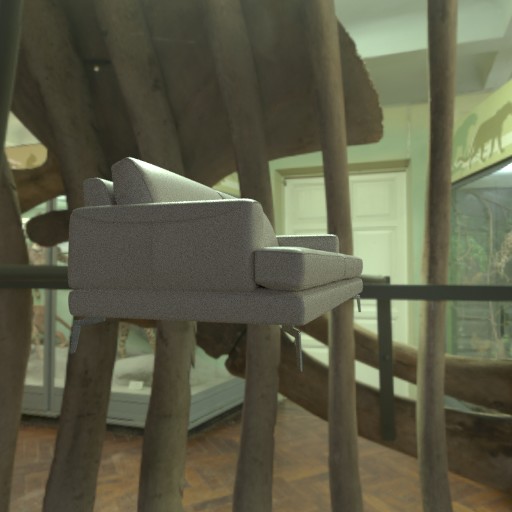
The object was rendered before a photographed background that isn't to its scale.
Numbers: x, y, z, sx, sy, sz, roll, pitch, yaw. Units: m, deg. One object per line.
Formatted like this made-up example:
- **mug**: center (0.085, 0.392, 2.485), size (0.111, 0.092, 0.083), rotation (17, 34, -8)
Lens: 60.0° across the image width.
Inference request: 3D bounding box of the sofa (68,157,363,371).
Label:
- **sofa**: center (0.000, 0.000, 2.422), size (0.974, 0.765, 1.940), rotation (0, -1, 19)
